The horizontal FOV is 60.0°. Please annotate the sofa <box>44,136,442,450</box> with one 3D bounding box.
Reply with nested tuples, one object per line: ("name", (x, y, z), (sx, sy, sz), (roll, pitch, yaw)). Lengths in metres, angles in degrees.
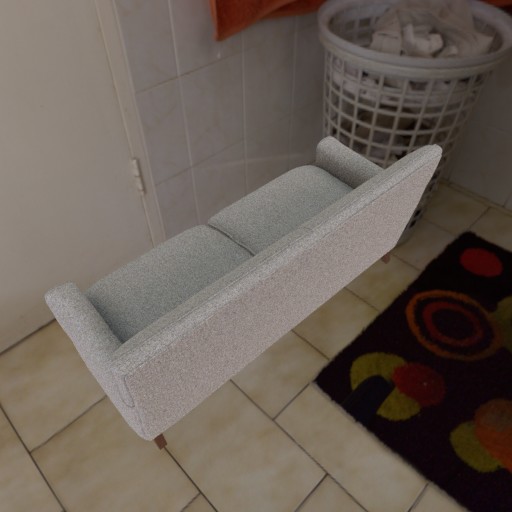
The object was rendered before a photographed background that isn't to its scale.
("sofa", (0.000, 0.000, 2.461), (2.026, 0.942, 0.854), (-34, 55, -27))
